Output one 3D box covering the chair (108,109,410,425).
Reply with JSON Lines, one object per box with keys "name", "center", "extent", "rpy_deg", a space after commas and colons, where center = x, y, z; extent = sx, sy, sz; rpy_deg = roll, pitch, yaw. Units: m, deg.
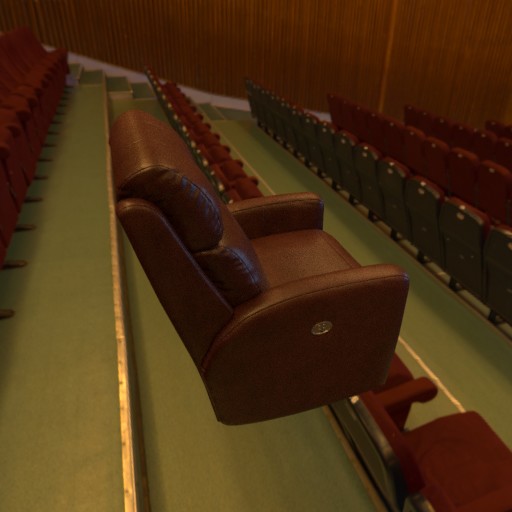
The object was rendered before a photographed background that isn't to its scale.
{"name": "chair", "center": [0.000, 0.000, 1.691], "extent": [0.939, 1.016, 0.787], "rpy_deg": [-9, 32, -15]}
